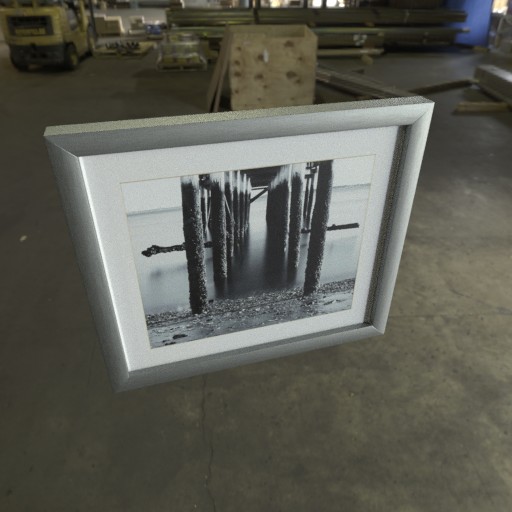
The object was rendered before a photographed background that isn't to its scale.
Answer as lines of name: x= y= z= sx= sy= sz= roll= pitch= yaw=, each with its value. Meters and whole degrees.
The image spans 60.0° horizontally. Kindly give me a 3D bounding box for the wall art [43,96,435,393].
wall art: x=0.000 y=0.000 z=0.519 sx=0.380 sy=0.330 sz=0.028 roll=-9 pitch=35 yaw=-13
